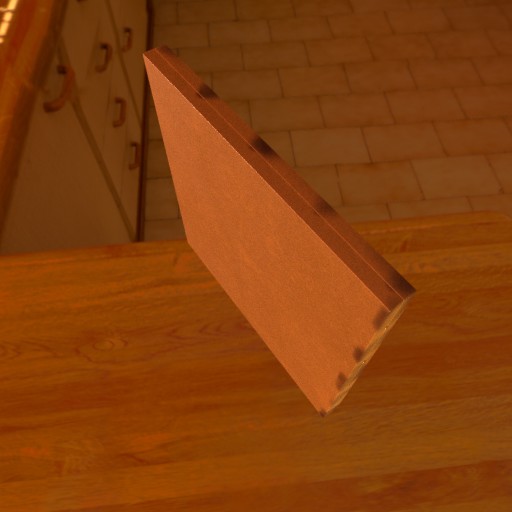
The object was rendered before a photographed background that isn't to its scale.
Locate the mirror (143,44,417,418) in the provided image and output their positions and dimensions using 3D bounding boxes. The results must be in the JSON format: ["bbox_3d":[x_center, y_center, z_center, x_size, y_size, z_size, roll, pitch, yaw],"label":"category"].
[{"bbox_3d":[0.000,0.000,0.765,0.042,0.507,0.509,-32,64,-18],"label":"mirror"}]
